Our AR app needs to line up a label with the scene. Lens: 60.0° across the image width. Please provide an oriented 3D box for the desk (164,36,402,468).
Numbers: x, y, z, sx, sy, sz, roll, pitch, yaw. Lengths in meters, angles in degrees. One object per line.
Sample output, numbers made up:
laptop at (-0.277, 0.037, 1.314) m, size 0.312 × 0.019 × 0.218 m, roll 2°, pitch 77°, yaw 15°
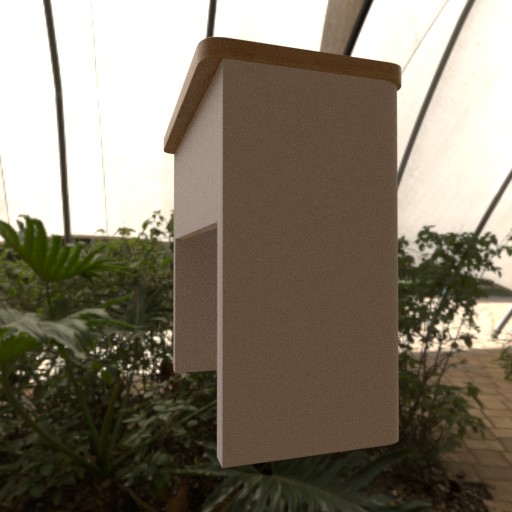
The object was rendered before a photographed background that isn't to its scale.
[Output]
desk at (0.000, 0.000, 1.220) m, size 0.440 × 0.790 × 0.760 m, roll 0°, pitch -1°, yaw -17°
